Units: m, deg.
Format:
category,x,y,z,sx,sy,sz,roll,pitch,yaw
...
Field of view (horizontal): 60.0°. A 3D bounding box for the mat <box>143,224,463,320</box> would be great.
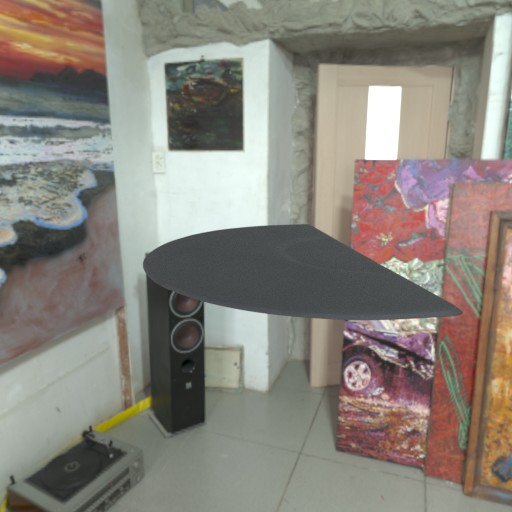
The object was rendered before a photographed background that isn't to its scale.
category,x,y,z,sx,sy,sz,roll,pitch,yaw
mat,0.000,0.000,1.852,0.917,0.016,1.525,-2,13,-9
